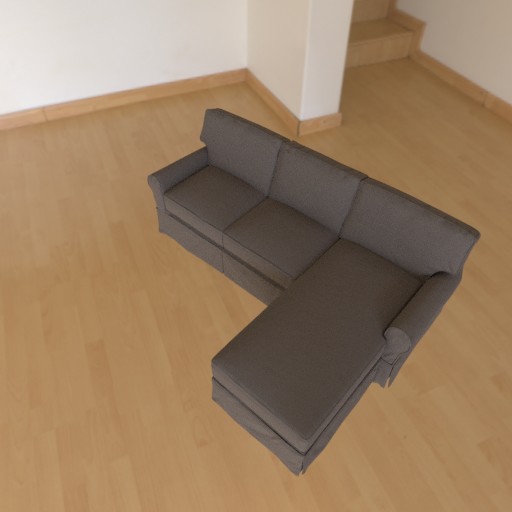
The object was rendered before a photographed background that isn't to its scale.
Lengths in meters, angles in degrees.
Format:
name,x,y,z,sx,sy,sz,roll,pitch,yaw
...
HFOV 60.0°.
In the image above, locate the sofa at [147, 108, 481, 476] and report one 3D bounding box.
name,x,y,z,sx,sy,sz,roll,pitch,yaw
sofa,0.000,0.000,3.254,2.475,0.978,1.733,33,55,27
